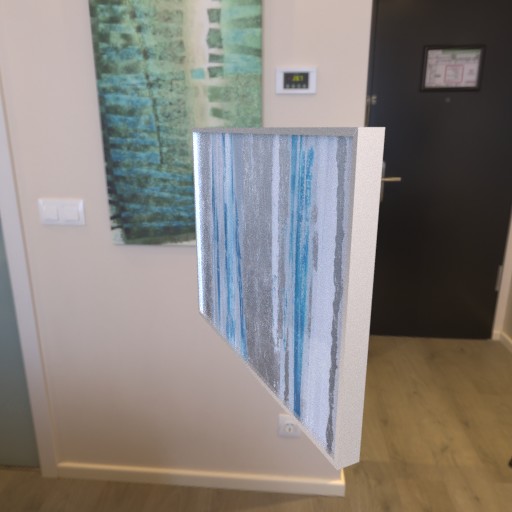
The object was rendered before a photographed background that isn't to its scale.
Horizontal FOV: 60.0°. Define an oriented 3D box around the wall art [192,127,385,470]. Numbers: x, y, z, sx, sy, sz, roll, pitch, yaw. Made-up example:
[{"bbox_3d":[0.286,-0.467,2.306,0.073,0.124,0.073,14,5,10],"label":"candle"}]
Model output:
[{"bbox_3d":[0.000,0.000,1.439,0.066,0.801,1.056,-8,18,-24],"label":"wall art"}]
